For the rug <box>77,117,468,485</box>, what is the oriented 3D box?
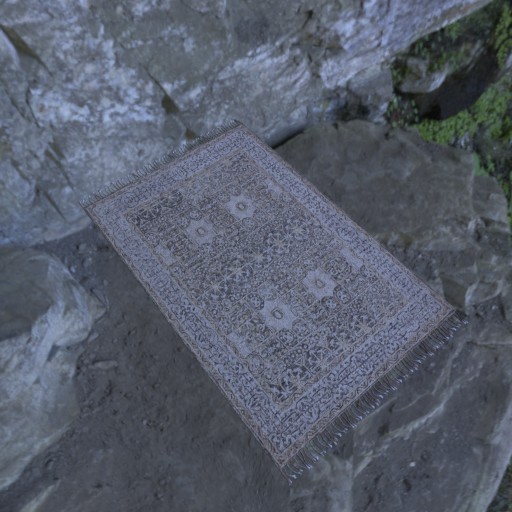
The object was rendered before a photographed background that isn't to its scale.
[{"bbox_3d":[0.000,0.000,2.534,1.237,0.010,2.029,-34,64,-19],"label":"rug"}]
